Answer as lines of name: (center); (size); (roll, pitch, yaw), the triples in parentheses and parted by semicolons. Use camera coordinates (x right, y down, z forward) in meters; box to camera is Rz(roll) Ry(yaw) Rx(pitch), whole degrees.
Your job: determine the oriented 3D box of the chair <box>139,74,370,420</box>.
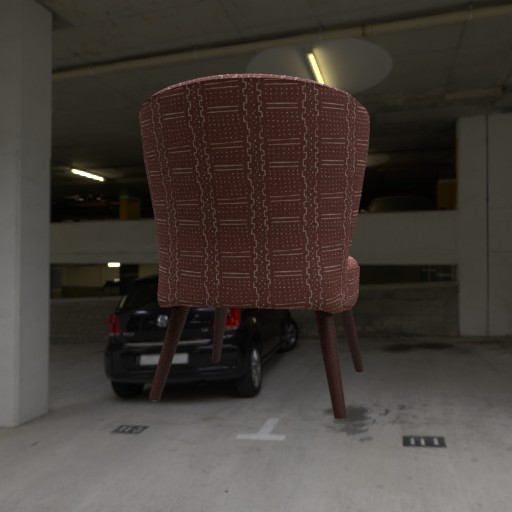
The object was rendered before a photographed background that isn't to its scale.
chair: (0.000, 0.000, 1.407); (0.706, 0.866, 0.758); (0, -1, 17)
